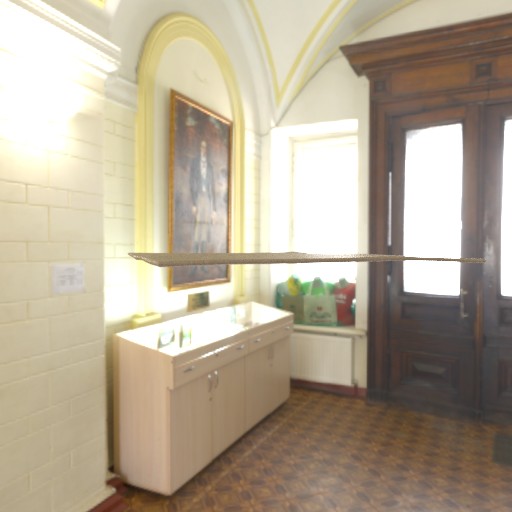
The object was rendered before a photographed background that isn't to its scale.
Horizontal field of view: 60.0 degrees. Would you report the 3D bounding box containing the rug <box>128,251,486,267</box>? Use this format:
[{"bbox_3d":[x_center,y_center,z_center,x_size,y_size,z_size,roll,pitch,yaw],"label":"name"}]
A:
[{"bbox_3d":[0.000,0.000,2.367,1.252,0.034,1.829,0,1,-19],"label":"rug"}]
